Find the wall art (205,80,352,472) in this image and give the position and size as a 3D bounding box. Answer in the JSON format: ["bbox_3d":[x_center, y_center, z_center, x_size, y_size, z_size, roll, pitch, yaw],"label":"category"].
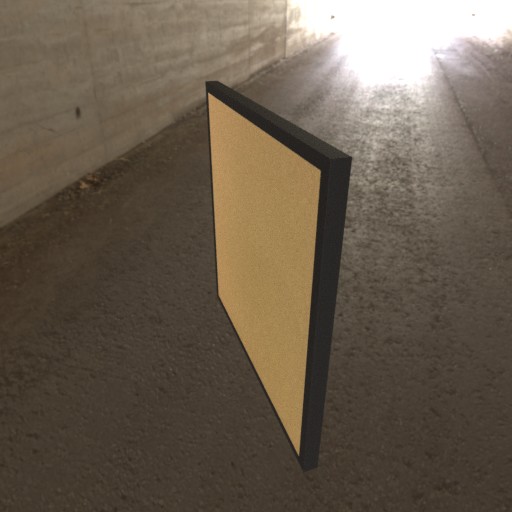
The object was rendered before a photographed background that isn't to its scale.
[{"bbox_3d":[0.000,0.000,1.171,0.037,0.760,0.762,-10,32,-17],"label":"wall art"}]
